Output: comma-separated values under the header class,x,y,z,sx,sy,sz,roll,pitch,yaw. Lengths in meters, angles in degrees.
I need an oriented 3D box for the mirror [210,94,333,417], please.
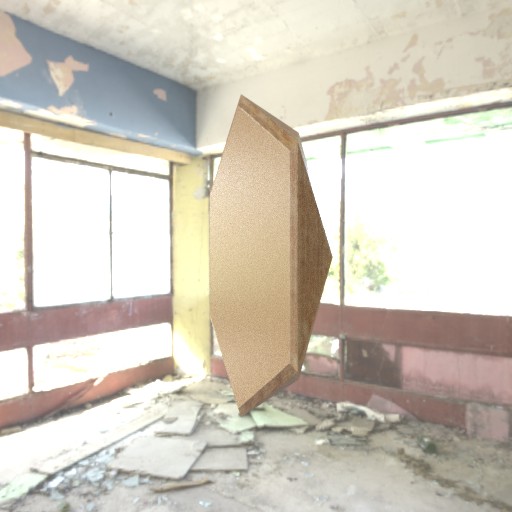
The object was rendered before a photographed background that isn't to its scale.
class,x,y,z,sx,sy,sz,roll,pitch,yaw
mirror,0.000,0.000,1.081,0.091,0.779,0.675,0,0,-18
